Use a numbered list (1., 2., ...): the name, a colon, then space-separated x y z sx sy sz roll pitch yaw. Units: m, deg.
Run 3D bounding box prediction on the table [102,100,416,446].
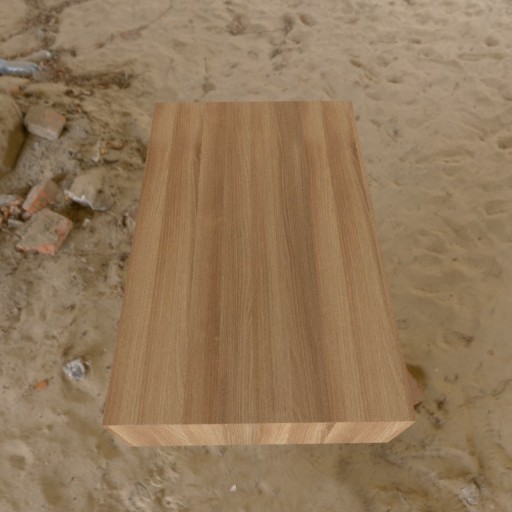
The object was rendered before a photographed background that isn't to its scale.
1. table: 0.000 0.000 1.423 0.700 0.330 1.100 -1 57 0
